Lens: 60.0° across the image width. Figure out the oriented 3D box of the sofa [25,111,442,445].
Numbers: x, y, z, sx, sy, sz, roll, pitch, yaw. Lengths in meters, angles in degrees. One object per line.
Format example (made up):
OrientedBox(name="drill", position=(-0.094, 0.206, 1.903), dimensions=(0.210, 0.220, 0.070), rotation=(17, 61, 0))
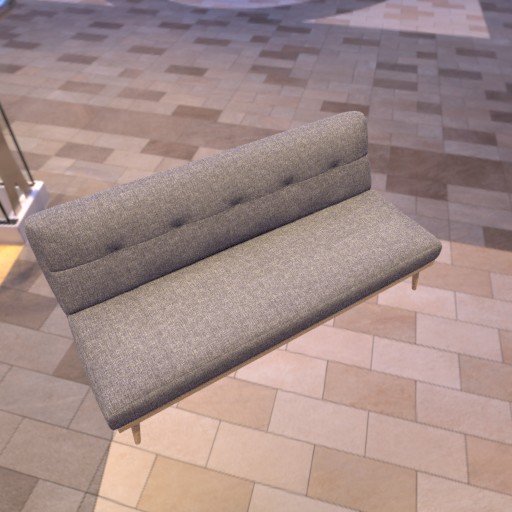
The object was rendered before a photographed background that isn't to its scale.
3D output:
OrientedBox(name="sofa", position=(0.000, 0.000, 2.182), dimensions=(1.820, 0.770, 0.820), rotation=(-24, 50, -22))
